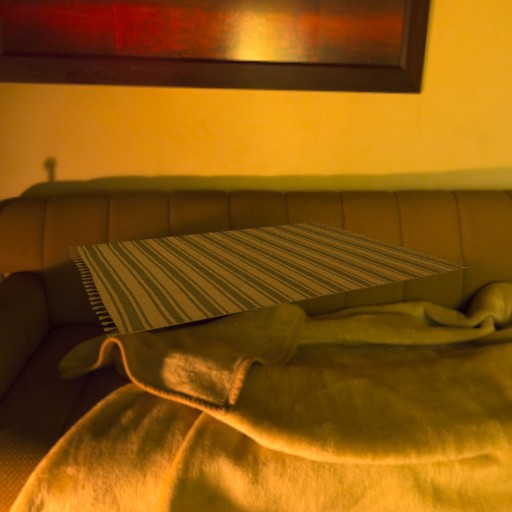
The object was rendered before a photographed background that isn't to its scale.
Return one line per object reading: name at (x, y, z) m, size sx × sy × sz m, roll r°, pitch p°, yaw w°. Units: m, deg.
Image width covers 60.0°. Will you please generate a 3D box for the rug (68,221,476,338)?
rug at (0.000, 0.000, 4.302) m, size 3.201 × 0.005 × 2.439 m, roll -8°, pitch 17°, yaw -26°
